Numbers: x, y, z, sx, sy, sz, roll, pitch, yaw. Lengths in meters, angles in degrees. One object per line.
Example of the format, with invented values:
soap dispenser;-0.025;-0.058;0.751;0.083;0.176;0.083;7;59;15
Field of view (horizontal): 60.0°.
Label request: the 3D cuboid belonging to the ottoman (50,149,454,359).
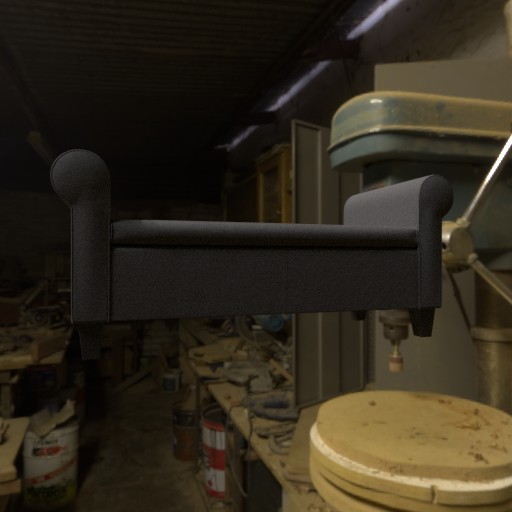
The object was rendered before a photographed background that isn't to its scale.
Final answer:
ottoman;0.000;0.000;1.550;1.256;0.547;0.521;0;0;-18
